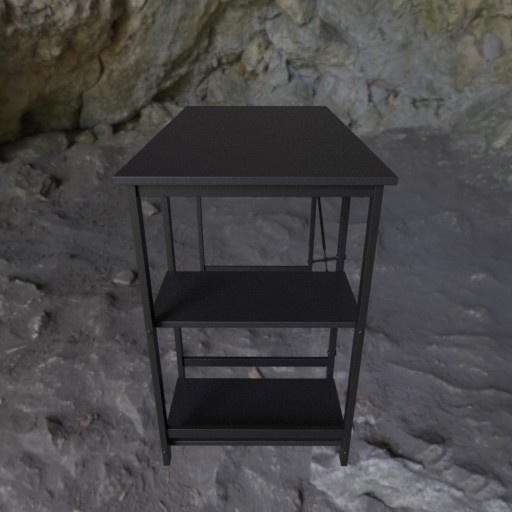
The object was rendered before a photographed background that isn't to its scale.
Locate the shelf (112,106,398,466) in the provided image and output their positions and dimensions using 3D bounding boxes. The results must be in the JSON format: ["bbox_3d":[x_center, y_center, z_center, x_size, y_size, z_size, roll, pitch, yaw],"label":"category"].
[{"bbox_3d":[0.000,0.000,1.340,0.498,0.749,0.902,0,26,0],"label":"shelf"}]
